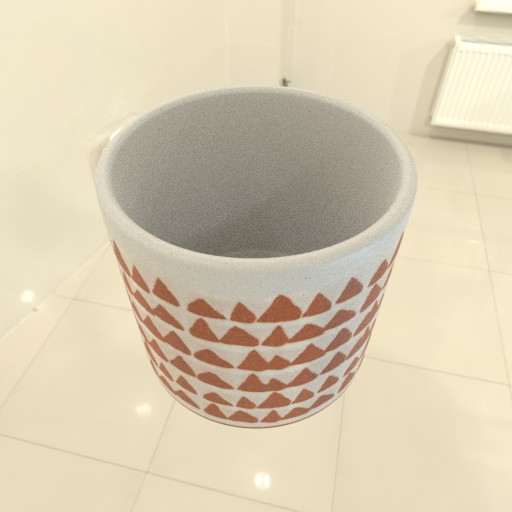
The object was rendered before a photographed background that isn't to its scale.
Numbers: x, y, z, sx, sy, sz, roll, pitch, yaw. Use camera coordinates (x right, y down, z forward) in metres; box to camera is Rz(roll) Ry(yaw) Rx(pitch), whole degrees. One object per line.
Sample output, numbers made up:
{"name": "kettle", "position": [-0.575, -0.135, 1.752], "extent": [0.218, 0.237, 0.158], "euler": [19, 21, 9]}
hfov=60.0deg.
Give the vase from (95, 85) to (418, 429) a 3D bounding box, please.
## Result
{"name": "vase", "position": [0.000, 0.000, 0.237], "extent": [0.137, 0.127, 0.137], "euler": [0, 45, 0]}
